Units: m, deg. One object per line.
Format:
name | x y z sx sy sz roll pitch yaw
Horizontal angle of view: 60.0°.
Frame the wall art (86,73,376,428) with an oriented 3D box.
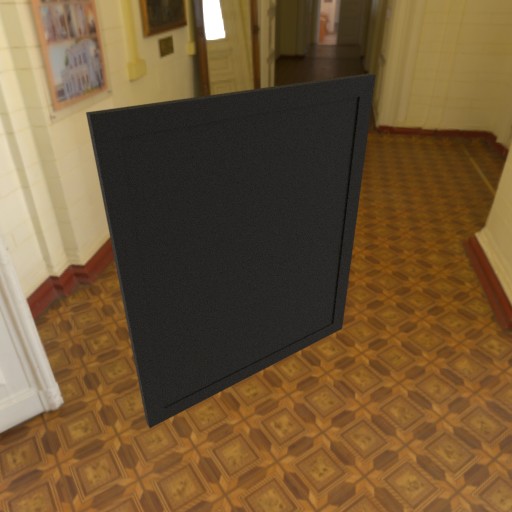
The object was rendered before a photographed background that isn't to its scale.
wall art | 0.000 0.000 0.506 0.311 0.361 0.010 -20 37 -29
